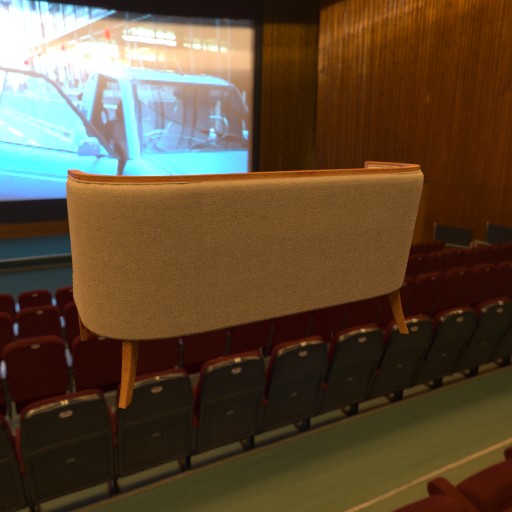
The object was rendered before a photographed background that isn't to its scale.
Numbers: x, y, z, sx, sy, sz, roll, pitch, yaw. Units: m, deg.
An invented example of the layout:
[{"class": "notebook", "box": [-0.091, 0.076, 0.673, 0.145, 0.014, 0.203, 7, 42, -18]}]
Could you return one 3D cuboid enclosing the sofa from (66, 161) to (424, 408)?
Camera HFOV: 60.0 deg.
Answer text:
[{"class": "sofa", "box": [0.000, 0.000, 1.947, 1.474, 0.775, 0.770, -7, 16, -26]}]
